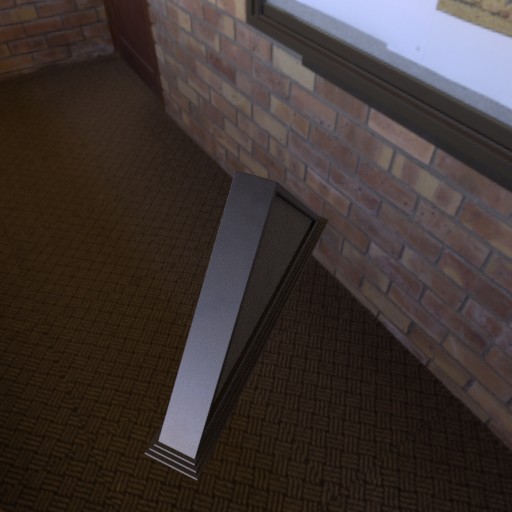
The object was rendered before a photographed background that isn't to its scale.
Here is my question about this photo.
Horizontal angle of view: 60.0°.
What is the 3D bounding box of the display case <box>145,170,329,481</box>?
[{"bbox_3d":[0.000,0.000,0.762,0.095,0.340,0.640,18,50,16],"label":"display case"}]
